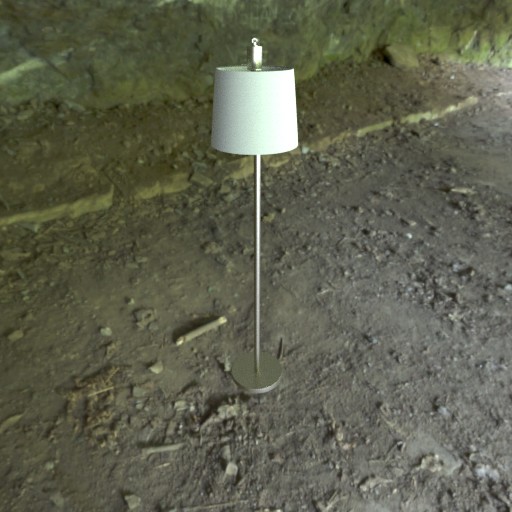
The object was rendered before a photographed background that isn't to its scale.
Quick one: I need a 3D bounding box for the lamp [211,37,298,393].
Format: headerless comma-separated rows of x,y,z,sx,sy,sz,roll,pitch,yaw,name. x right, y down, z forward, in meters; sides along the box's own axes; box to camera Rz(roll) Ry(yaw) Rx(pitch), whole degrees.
0.000,0.000,1.647,0.254,1.478,0.508,1,31,2,lamp
